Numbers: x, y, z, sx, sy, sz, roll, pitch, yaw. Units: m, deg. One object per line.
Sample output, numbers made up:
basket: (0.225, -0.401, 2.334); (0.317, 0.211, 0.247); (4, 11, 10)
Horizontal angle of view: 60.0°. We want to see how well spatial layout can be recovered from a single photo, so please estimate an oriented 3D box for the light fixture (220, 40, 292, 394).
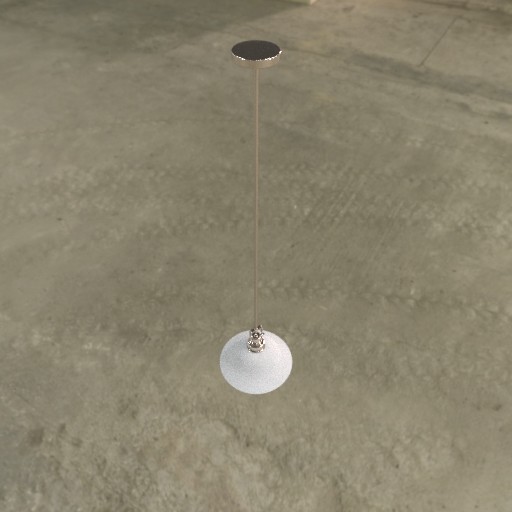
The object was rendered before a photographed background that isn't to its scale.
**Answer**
light fixture: (0.000, 0.000, 1.493); (0.324, 1.354, 0.324); (-24, 51, -21)
